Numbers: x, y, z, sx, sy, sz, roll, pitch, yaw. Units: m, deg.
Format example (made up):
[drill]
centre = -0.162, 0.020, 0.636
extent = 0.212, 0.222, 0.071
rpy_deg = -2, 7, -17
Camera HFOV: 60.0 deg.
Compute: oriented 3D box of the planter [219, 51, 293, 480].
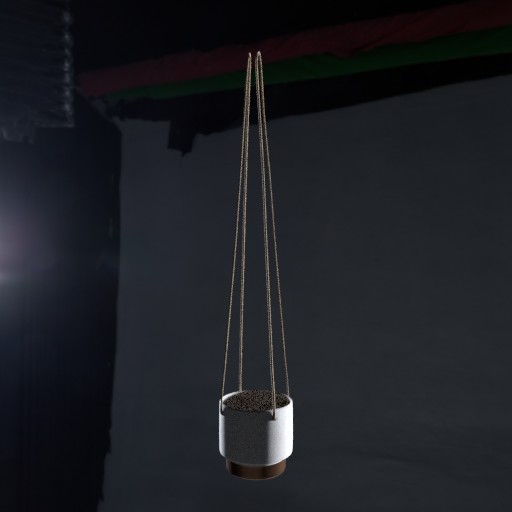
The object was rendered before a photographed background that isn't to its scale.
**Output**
[planter]
centre = 0.000, 0.000, 0.897
extent = 0.146, 0.841, 0.146
rpy_deg = -1, -2, 18
